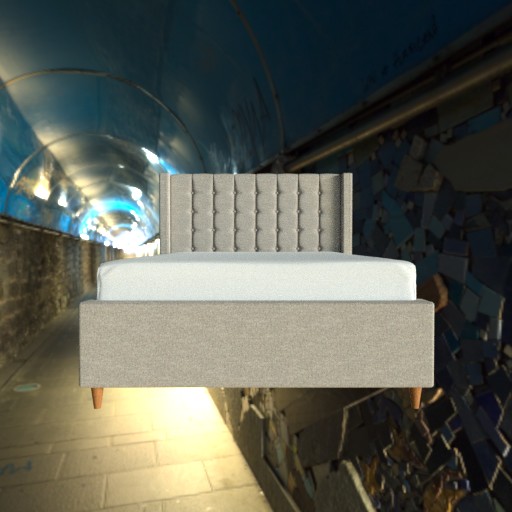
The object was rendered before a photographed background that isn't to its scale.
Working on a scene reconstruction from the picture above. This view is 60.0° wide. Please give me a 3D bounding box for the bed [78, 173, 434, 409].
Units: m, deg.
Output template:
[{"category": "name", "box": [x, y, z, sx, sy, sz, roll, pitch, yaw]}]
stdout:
[{"category": "bed", "box": [0.000, 0.000, 3.711, 2.044, 1.748, 2.372, 0, 1, 0]}]
